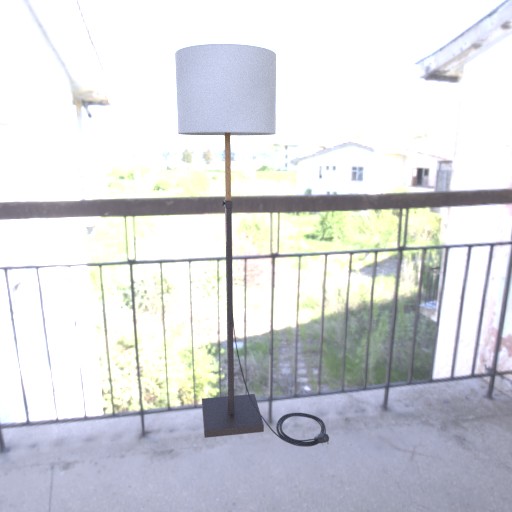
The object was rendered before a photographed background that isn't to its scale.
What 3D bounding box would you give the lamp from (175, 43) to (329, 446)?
[{"bbox_3d":[0.000,0.000,1.957,0.639,1.650,0.474,-2,14,-9],"label":"lamp"}]
